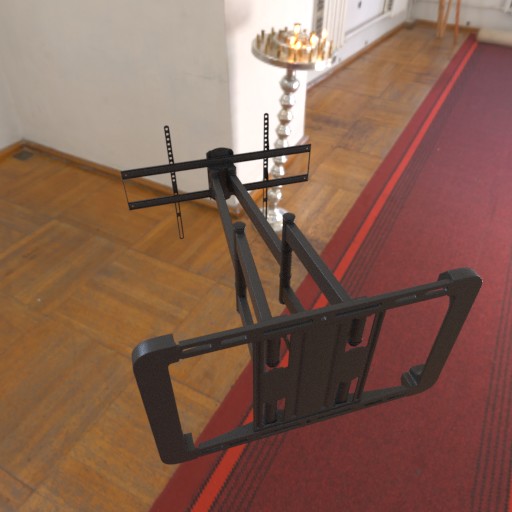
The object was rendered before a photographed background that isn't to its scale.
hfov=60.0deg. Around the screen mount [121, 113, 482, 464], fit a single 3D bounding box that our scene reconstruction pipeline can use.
[{"bbox_3d":[0.000,0.000,1.317,0.725,0.483,0.905,-11,42,-13],"label":"screen mount"}]
